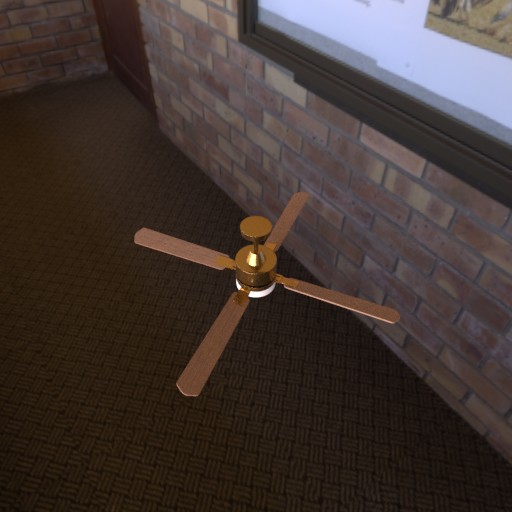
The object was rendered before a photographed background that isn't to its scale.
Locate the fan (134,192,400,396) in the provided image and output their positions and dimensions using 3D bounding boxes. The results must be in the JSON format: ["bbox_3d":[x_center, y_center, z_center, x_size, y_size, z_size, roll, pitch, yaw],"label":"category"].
[{"bbox_3d":[0.000,0.000,1.974,1.320,0.355,1.320,17,48,16],"label":"fan"}]
